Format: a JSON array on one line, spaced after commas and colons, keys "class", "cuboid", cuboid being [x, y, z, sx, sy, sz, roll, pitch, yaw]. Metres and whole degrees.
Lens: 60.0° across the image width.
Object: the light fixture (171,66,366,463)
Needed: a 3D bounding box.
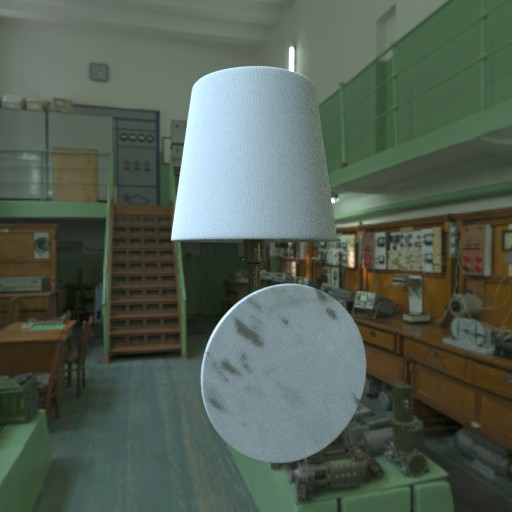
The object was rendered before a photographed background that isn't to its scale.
[{"class": "light fixture", "cuboid": [0.000, 0.000, 0.451, 0.168, 0.337, 0.188, 0, 1, -17]}]
